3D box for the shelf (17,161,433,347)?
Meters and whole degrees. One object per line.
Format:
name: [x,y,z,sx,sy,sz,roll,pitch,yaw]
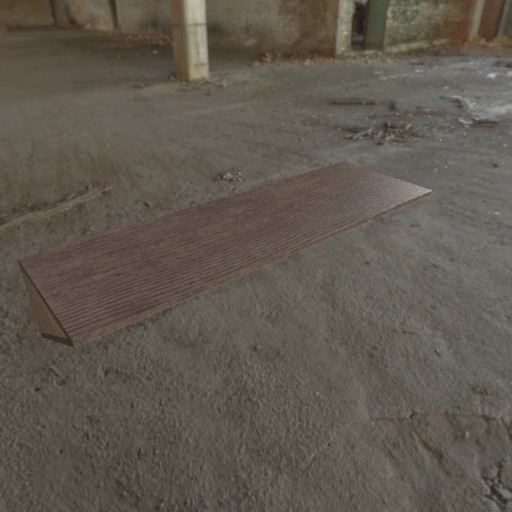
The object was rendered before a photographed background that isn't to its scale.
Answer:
shelf: [0.000,0.000,0.686,0.610,0.125,0.200,-22,37,-33]
